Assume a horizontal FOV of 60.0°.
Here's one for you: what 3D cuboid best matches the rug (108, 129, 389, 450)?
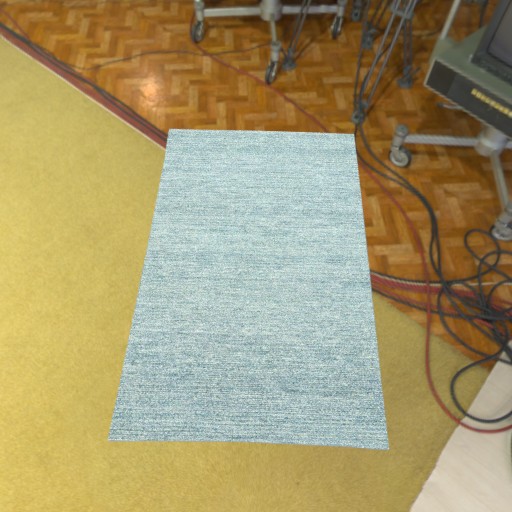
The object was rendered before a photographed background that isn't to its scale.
[{"bbox_3d":[0.000,0.000,2.319,1.174,0.022,1.853,2,59,1],"label":"rug"}]
